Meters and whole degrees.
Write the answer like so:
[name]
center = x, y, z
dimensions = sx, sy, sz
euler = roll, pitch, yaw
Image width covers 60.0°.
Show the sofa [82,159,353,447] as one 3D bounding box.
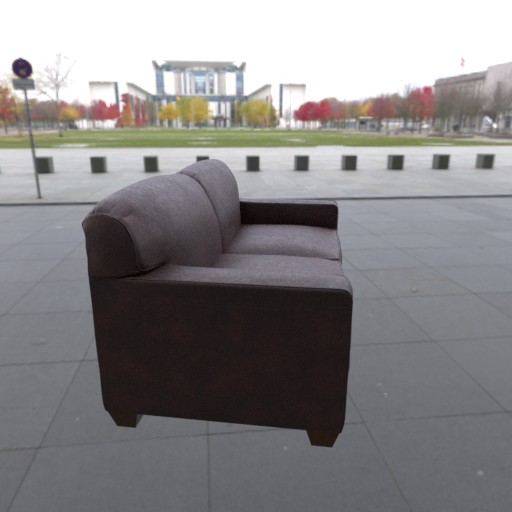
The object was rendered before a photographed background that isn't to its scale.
[sofa]
center = 0.000, 0.000, 2.454
dimensions = 1.000, 0.966, 1.856
euler = 2, 17, 8
